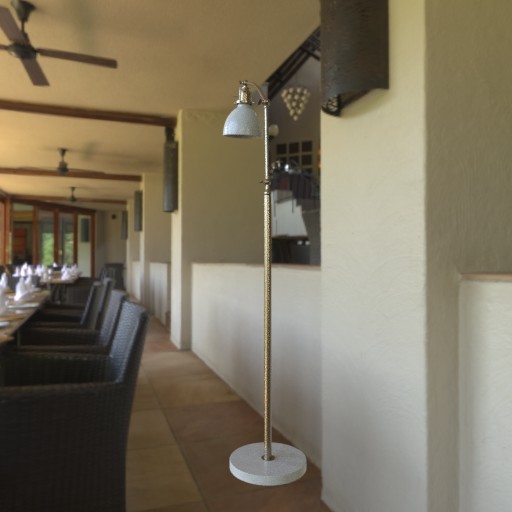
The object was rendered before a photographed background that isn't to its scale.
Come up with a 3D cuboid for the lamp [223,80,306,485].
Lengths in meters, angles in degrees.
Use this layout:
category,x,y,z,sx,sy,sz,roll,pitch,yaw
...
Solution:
category,x,y,z,sx,sy,sz,roll,pitch,yaw
lamp,0.000,0.000,1.825,0.288,1.586,0.599,0,-1,-17
